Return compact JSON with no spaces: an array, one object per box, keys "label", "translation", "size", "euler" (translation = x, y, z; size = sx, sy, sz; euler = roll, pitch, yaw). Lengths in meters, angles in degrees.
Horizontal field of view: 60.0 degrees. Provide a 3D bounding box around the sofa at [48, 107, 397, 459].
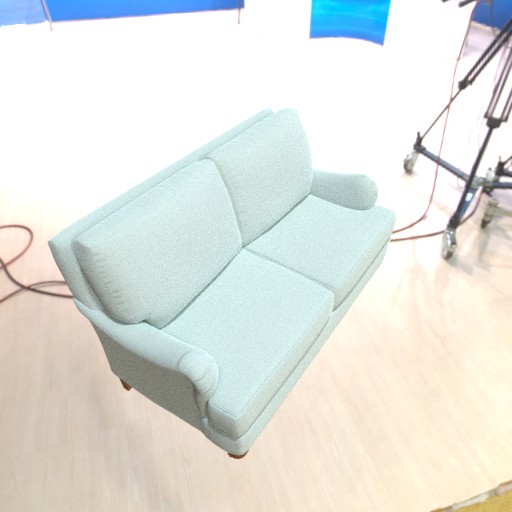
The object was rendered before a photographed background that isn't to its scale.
[{"label":"sofa","translation":[0.000,0.000,2.586],"size":[1.084,1.101,1.853],"euler":[24,47,25]}]
